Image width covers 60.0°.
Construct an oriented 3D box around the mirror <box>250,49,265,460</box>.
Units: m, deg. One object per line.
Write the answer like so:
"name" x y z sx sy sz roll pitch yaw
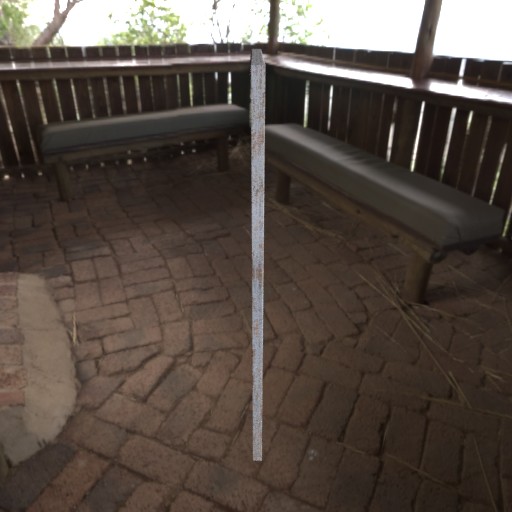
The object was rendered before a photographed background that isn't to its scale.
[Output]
"mirror" 0.000 0.000 1.115 0.027 0.922 0.472 0 28 0
